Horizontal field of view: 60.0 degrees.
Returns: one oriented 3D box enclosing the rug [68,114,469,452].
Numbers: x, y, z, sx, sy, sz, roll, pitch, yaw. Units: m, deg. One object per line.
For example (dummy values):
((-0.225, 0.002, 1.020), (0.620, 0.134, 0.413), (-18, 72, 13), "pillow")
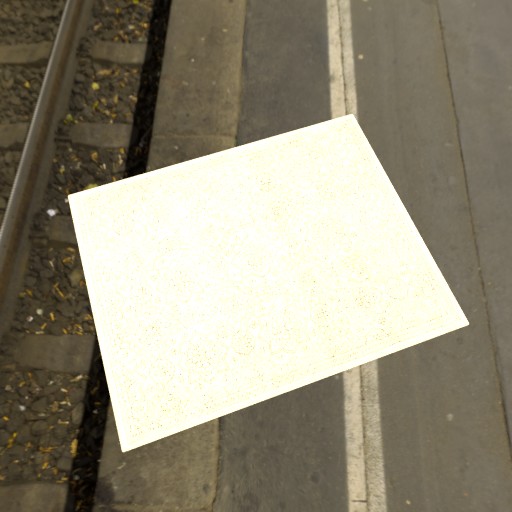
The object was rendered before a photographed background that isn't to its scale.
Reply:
((0.000, 0.000, 4.087), (3.050, 0.015, 2.441), (-18, 68, -8), "rug")
